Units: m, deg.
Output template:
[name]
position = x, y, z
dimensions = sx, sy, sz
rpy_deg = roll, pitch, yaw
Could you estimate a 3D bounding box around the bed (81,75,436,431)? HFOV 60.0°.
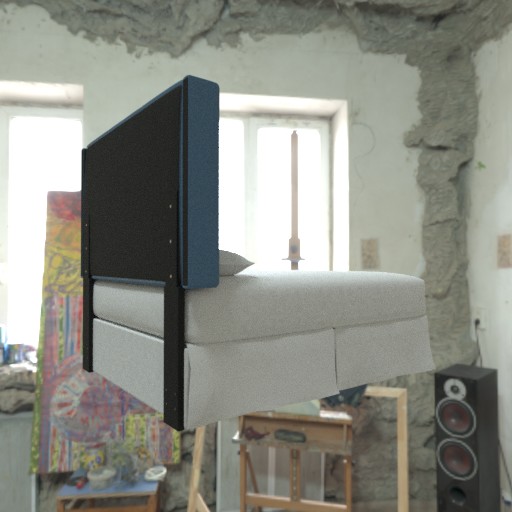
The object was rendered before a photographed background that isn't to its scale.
[bed]
position = 0.000, 0.000, 3.312
dimensions = 2.078, 1.665, 1.719
rpy_deg = 1, -1, -37
